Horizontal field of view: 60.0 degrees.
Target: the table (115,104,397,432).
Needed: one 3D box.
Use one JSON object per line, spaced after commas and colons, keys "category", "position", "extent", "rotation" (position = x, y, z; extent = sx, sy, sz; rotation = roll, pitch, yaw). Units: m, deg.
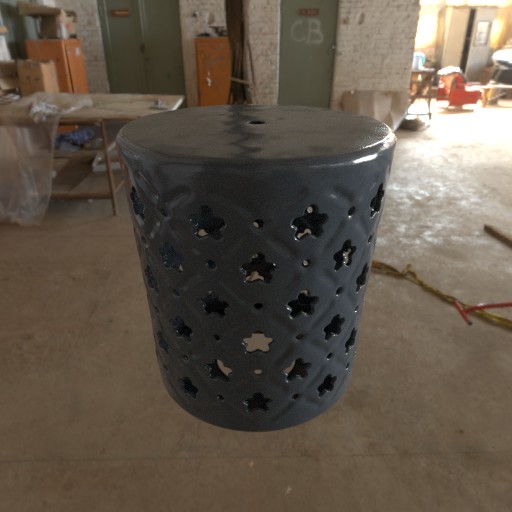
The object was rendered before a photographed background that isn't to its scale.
{"category": "table", "position": [0.000, 0.000, 0.658], "extent": [0.352, 0.387, 0.352], "rotation": [0, 27, 0]}
